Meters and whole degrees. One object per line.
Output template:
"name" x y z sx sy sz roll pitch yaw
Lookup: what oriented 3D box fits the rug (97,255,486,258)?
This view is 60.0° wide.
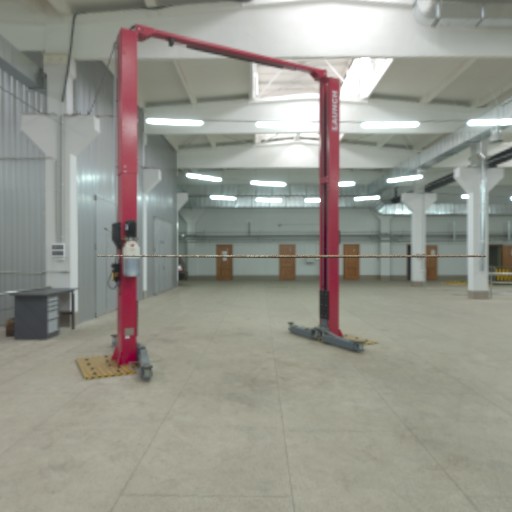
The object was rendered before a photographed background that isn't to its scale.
"rug" 0.000 0.000 3.097 1.526 0.011 2.435 0 0 -35
